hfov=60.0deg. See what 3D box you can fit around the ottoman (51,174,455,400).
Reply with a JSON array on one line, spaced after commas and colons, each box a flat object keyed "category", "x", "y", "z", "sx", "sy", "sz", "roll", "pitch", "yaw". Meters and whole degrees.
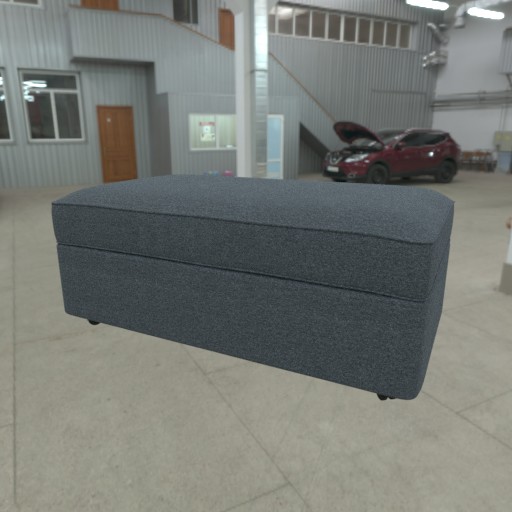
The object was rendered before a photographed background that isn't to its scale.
[{"category": "ottoman", "x": 0.000, "y": 0.000, "z": 1.505, "sx": 1.173, "sy": 0.494, "sz": 0.681, "roll": 8, "pitch": 18, "yaw": 26}]
